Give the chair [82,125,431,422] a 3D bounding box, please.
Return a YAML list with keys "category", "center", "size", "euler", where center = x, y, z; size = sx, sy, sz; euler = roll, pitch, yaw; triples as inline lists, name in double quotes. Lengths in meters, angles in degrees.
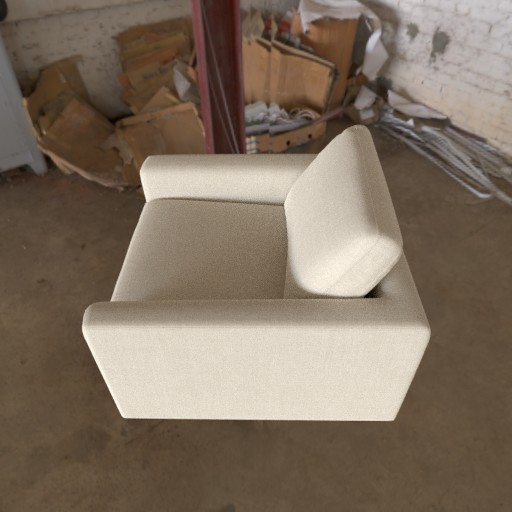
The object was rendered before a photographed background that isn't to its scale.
- category: "chair"
  center: [0.000, 0.000, 1.863]
  size: [1.100, 0.876, 1.070]
  euler: [0, 42, 0]
